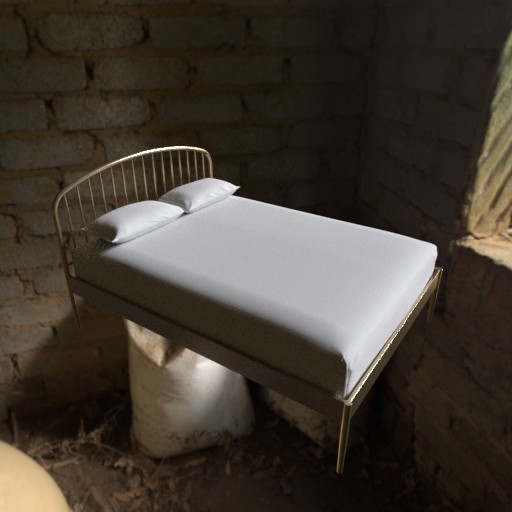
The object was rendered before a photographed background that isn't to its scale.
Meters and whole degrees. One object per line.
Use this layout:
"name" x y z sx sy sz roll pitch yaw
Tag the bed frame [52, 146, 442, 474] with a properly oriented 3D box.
"bed frame" 0.000 0.000 3.087 2.152 1.175 1.612 17 31 31
